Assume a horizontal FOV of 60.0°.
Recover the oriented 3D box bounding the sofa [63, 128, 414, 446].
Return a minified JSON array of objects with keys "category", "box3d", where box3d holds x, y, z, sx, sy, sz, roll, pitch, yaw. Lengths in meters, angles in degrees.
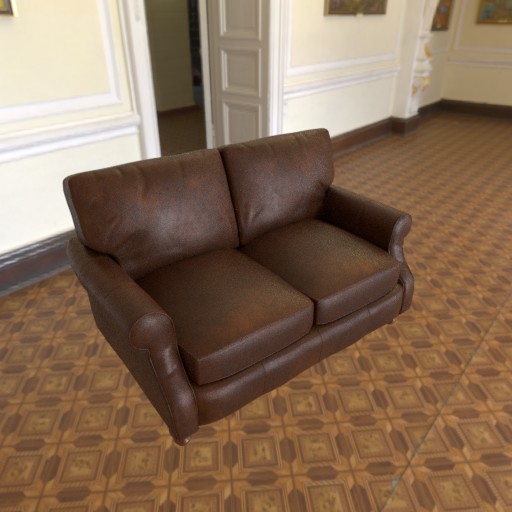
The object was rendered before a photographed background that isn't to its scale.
[{"category":"sofa","box3d":[0.000,0.000,2.218,1.616,0.976,0.990,-20,34,-32]}]
